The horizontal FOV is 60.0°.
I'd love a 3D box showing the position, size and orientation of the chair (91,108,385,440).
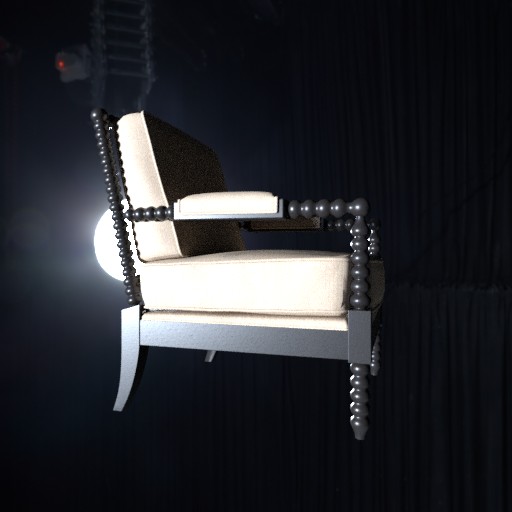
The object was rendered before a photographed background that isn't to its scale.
[{"bbox_3d":[0.000,0.000,1.178,0.657,0.703,0.555,0,0,18],"label":"chair"}]
